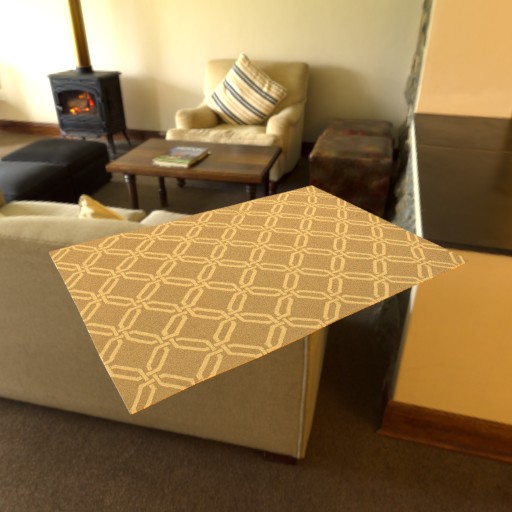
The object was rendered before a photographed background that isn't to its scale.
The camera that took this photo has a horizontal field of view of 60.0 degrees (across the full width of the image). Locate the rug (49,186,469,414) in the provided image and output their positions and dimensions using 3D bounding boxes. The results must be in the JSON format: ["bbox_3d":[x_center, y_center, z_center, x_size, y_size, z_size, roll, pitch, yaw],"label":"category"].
[{"bbox_3d":[0.000,0.000,2.739,2.135,0.013,1.524,-18,34,-28],"label":"rug"}]
